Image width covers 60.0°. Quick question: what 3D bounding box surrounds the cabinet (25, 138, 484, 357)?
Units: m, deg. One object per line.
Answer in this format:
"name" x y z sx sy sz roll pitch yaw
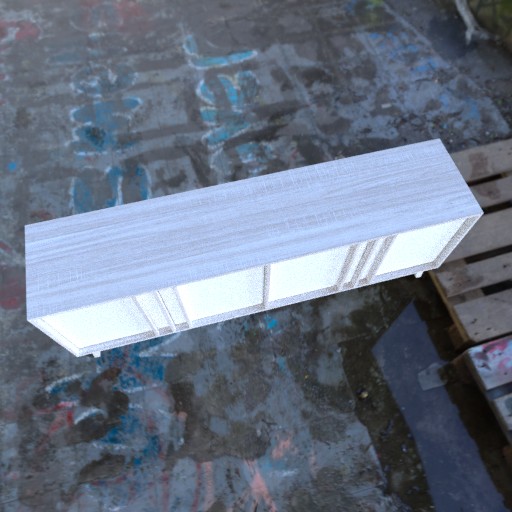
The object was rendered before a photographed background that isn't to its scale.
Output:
"cabinet" 0.000 0.000 2.523 2.200 0.780 0.500 -13 63 -7
